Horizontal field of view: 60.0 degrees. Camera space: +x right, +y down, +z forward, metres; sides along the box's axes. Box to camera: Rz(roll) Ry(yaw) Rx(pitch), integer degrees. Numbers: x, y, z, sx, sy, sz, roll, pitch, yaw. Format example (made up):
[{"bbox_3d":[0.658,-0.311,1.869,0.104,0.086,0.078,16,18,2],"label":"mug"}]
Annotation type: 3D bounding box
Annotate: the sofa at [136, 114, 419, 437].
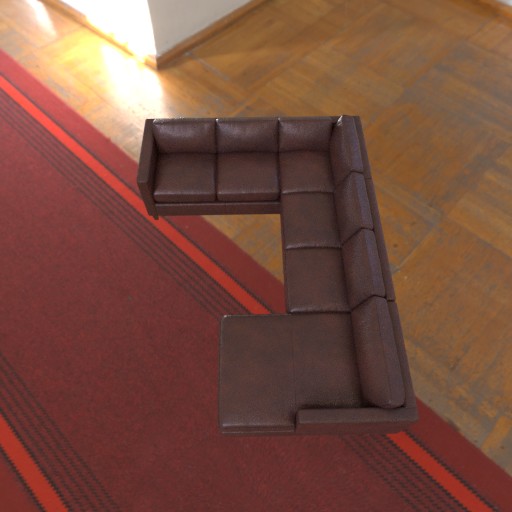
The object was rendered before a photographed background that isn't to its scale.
[{"bbox_3d":[0.000,0.000,4.463,2.452,0.891,3.324,-1,60,-1],"label":"sofa"}]
